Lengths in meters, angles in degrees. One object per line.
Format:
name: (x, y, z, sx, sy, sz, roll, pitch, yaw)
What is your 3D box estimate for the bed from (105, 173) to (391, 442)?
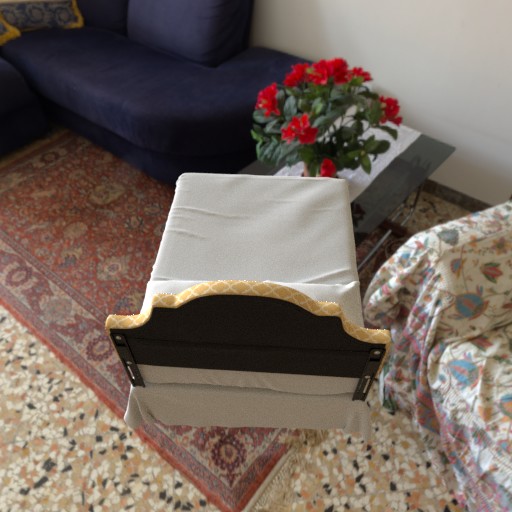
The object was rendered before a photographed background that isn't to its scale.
bed: (0.000, 0.000, 3.384, 1.780, 1.633, 2.222, 3, 48, 3)
